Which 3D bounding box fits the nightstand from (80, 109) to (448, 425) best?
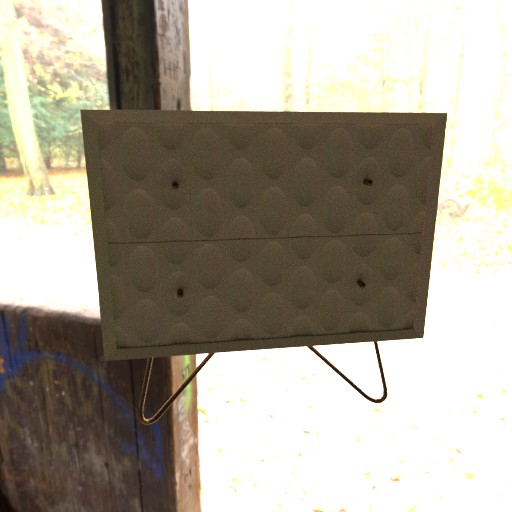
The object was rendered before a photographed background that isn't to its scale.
[{"bbox_3d":[0.000,0.000,1.009,0.614,0.604,0.447,-2,15,-8],"label":"nightstand"}]
